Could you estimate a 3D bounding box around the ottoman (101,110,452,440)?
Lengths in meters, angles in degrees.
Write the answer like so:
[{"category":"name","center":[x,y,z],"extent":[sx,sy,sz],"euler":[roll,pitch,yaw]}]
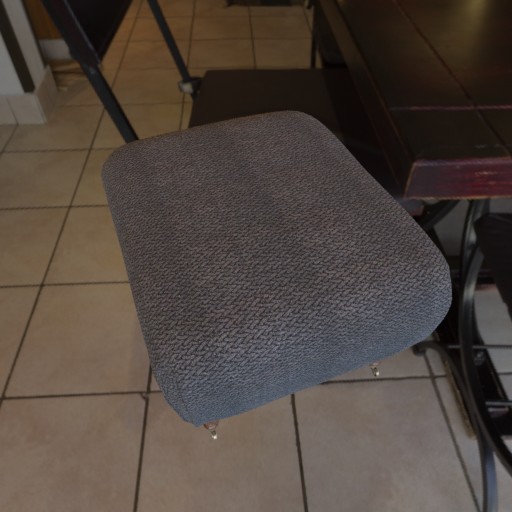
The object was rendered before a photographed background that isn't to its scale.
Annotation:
[{"category":"ottoman","center":[0.000,0.000,1.121],"extent":[0.622,0.450,0.747],"euler":[-16,49,-15]}]
